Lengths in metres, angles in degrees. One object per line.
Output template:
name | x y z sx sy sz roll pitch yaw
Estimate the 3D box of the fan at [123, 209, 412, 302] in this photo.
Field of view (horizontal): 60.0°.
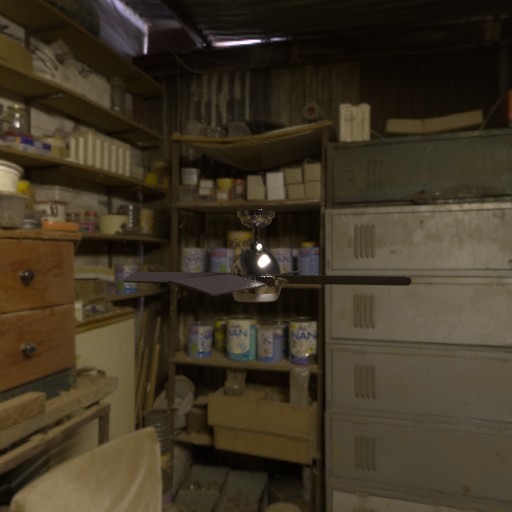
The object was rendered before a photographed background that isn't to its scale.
fan | 0.000 0.000 2.011 1.332 0.403 1.332 0 0 18
